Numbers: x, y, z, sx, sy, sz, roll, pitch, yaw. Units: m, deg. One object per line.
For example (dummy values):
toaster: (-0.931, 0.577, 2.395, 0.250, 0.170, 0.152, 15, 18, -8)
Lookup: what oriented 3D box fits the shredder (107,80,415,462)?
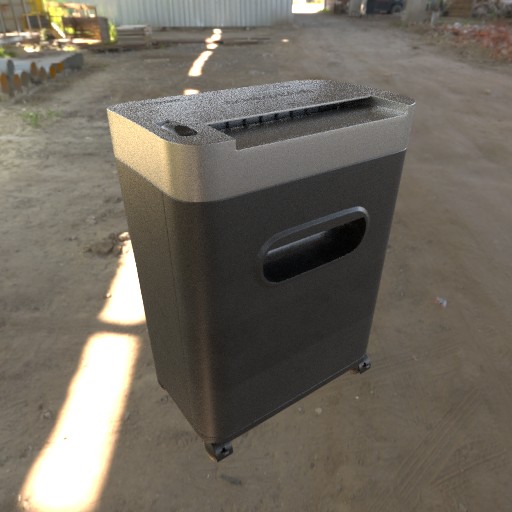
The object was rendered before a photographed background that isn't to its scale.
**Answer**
shredder: (0.000, 0.000, 0.606, 0.311, 0.419, 0.237, -20, 36, -30)
